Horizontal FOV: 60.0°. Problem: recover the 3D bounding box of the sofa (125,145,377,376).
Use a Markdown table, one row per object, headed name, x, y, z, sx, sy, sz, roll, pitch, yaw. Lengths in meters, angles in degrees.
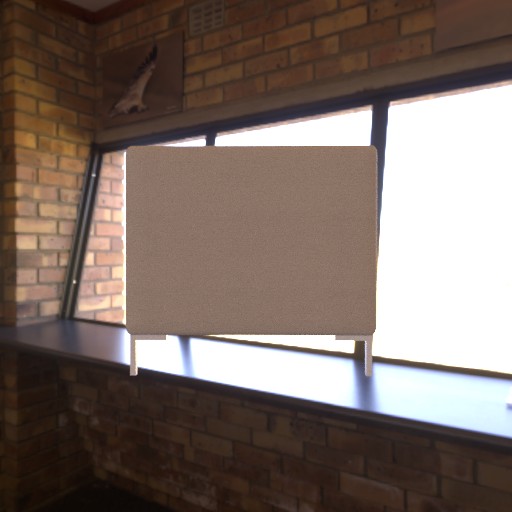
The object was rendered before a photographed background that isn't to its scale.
| name | x | y | z | sx | sy | sz | roll | pitch | yaw |
| --- | --- | --- | --- | --- | --- | --- | --- | --- | --- |
| sofa | 0.000 | 0.000 | 2.173 | 0.686 | 0.635 | 1.981 | 0 | 0 | 1 |
